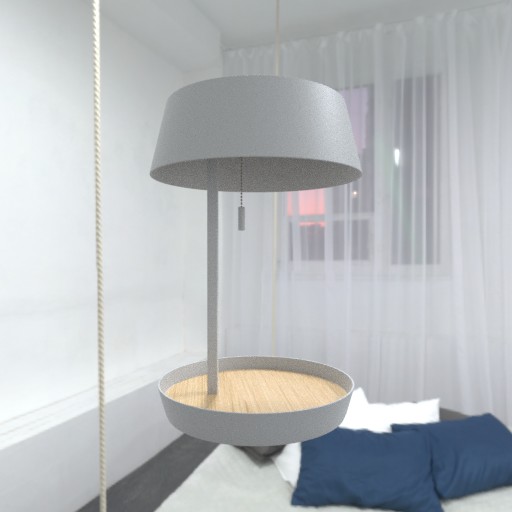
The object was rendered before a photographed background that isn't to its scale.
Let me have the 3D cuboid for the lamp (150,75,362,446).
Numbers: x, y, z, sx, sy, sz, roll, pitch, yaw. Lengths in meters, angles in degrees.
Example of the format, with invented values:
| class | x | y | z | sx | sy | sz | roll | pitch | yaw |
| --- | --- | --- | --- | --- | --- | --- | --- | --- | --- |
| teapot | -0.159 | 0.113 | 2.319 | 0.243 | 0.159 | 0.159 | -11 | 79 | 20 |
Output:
| class | x | y | z | sx | sy | sz | roll | pitch | yaw |
| --- | --- | --- | --- | --- | --- | --- | --- | --- | --- |
| lamp | 0.000 | 0.000 | 0.623 | 0.291 | 0.429 | 0.291 | 0 | 1 | 0 |
